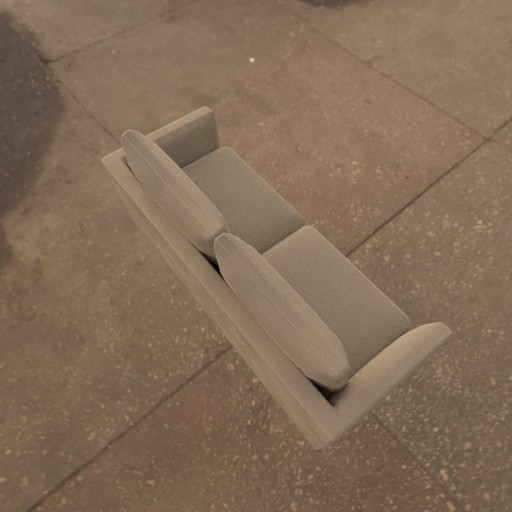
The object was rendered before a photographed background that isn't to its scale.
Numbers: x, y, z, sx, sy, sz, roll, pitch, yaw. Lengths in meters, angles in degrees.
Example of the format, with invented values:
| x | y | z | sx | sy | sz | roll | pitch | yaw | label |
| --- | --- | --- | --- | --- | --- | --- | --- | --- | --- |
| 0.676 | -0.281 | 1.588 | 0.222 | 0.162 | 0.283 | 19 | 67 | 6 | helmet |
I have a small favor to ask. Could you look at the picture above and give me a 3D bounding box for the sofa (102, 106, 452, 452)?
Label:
| x | y | z | sx | sy | sz | roll | pitch | yaw | label |
| --- | --- | --- | --- | --- | --- | --- | --- | --- | --- |
| 0.000 | 0.000 | 2.775 | 0.868 | 1.005 | 2.214 | -34 | 64 | -19 | sofa |
